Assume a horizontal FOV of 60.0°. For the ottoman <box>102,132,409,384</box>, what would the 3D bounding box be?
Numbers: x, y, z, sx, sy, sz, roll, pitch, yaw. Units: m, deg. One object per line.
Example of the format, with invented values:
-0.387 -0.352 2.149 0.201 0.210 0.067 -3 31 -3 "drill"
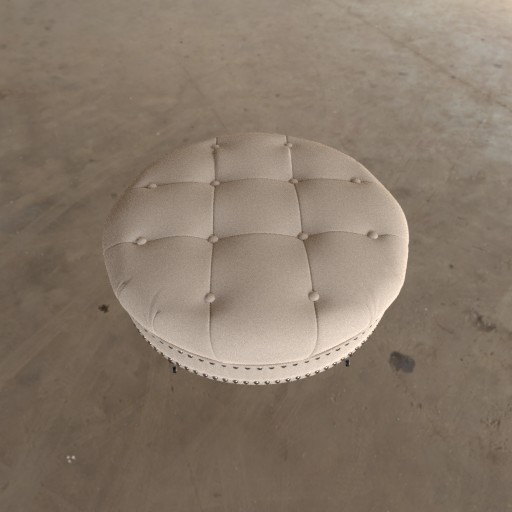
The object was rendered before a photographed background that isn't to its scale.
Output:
0.000 0.000 1.409 0.901 0.439 0.901 0 46 0 "ottoman"
